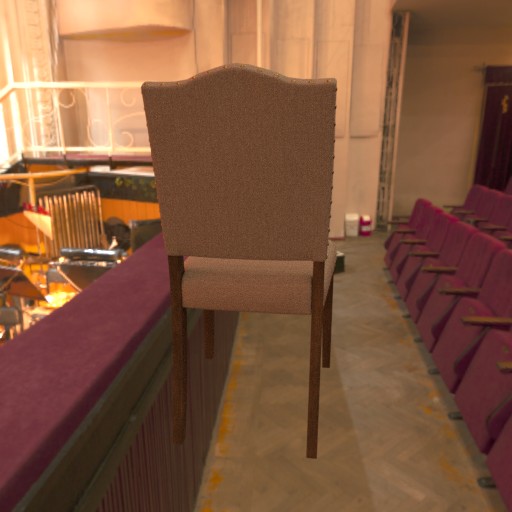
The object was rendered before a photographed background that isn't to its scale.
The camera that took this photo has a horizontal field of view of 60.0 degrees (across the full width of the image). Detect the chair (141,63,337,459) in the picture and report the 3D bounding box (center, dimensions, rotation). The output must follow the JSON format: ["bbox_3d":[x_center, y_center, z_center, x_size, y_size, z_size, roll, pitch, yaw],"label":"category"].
[{"bbox_3d":[0.000,0.000,1.365,0.508,1.020,0.620,2,15,8],"label":"chair"}]
